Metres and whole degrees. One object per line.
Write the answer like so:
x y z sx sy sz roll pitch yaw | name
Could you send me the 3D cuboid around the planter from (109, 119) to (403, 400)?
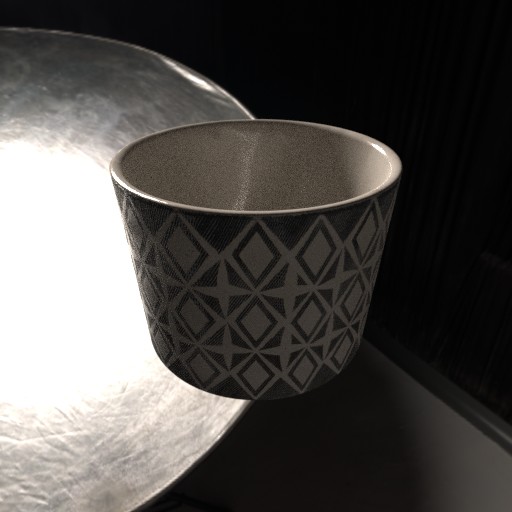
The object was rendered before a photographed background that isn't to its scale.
0.000 0.000 0.464 0.260 0.220 0.260 0 31 0 | planter
